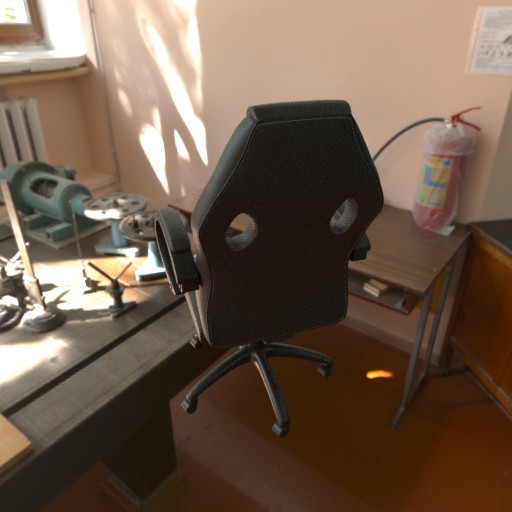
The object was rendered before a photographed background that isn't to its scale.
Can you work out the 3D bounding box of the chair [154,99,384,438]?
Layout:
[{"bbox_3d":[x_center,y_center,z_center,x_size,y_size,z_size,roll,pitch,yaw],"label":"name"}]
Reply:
[{"bbox_3d":[0.000,0.000,1.623,0.673,1.187,0.724,-10,30,-17],"label":"chair"}]
